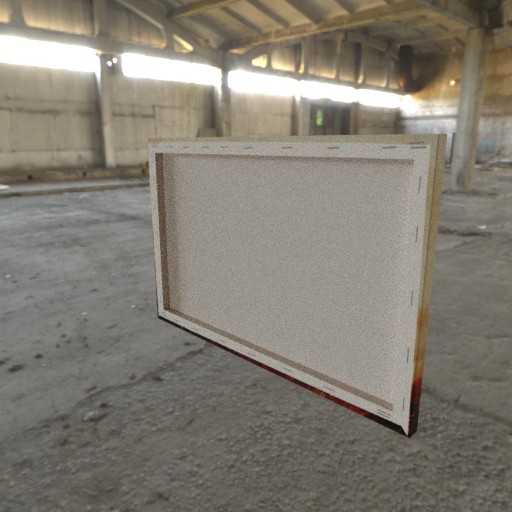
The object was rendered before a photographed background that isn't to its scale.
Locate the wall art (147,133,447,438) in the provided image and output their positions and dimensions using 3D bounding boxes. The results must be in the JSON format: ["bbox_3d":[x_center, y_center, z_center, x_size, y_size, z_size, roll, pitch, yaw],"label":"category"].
[{"bbox_3d":[0.000,0.000,1.157,0.918,0.602,0.038,14,20,43],"label":"wall art"}]
